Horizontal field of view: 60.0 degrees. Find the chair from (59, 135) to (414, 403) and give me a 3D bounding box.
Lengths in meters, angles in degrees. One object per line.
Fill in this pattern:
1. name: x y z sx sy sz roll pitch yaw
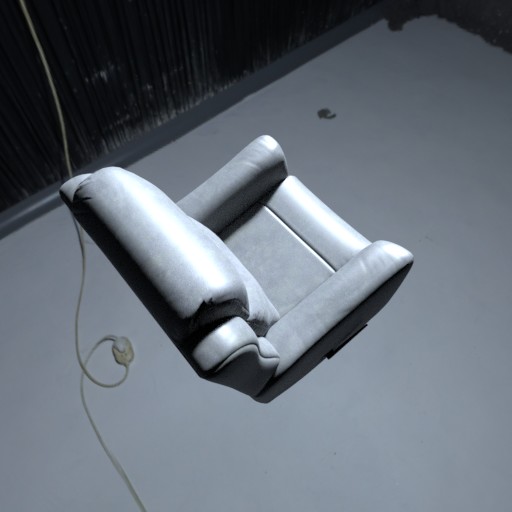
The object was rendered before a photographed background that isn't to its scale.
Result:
1. chair: 0.000 0.000 1.885 1.068 1.116 0.967 -35 65 -20
